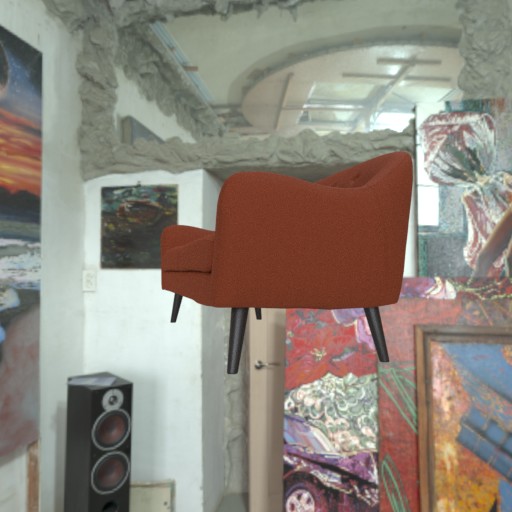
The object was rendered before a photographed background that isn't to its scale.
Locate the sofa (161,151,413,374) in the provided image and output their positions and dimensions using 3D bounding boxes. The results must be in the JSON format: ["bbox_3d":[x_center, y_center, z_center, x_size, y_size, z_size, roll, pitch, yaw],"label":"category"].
[{"bbox_3d":[0.000,0.000,2.314,0.820,0.836,1.840,1,-2,-18],"label":"sofa"}]
